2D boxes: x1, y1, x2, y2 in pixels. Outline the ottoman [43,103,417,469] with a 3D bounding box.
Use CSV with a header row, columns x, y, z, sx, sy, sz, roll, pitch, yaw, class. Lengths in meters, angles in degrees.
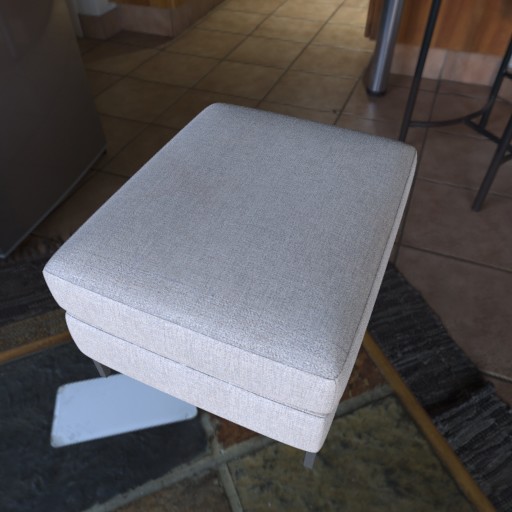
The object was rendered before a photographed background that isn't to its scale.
x,y,z,sx,sy,sz,roll,pitch,yaw,class
0.000,0.000,1.214,0.671,0.490,0.820,18,49,16,ottoman
